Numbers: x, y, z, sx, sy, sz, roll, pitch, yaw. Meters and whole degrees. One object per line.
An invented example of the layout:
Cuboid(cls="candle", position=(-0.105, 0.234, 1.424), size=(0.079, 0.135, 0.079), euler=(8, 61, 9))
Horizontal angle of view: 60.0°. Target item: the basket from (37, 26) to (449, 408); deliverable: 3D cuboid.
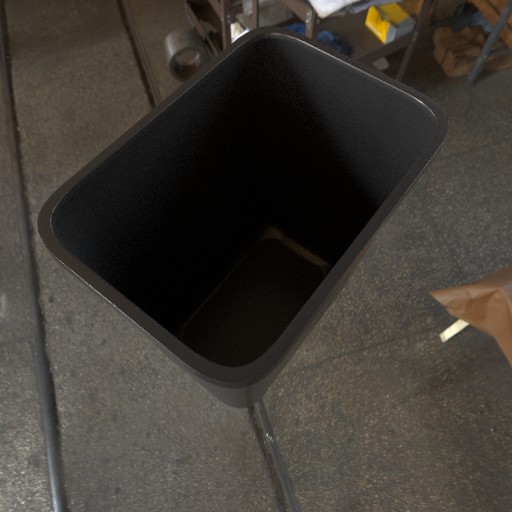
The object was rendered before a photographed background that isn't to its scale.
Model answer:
Cuboid(cls="basket", position=(0.000, 0.000, 0.480), size=(0.211, 0.307, 0.300), euler=(35, 68, 16))
